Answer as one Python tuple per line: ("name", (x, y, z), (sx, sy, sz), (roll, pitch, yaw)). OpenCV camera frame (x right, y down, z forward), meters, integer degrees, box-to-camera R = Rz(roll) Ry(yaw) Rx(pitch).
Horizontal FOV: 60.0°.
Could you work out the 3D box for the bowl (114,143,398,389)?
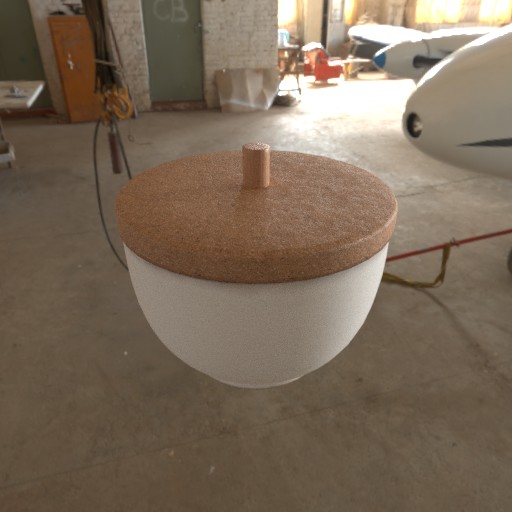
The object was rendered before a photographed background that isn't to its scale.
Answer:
("bowl", (0.000, 0.000, 0.221), (0.126, 0.110, 0.126), (0, 30, 0))
